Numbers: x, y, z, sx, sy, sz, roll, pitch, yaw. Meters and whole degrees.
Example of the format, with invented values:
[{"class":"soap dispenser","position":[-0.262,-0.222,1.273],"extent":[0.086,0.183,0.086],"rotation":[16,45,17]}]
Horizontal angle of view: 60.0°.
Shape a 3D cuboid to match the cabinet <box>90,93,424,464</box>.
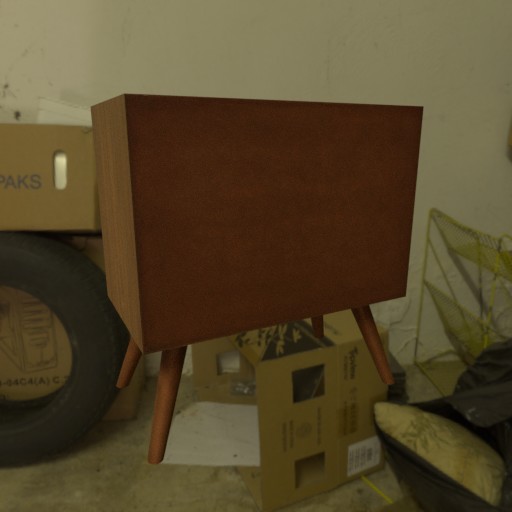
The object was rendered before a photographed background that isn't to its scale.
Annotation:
[{"class":"cabinet","position":[0.000,0.000,1.169],"extent":[0.712,0.748,0.388],"rotation":[-8,17,-27]}]
